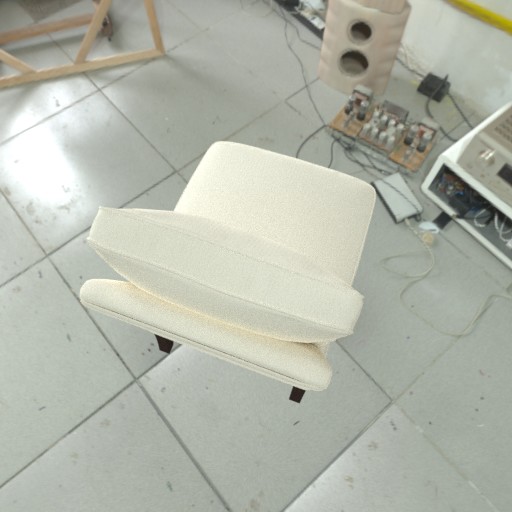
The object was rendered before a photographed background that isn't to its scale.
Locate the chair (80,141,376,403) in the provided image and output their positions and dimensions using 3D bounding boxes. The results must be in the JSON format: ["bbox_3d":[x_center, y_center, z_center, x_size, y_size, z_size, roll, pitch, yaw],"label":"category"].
[{"bbox_3d":[0.000,0.000,1.411,0.630,0.887,0.781,18,66,8],"label":"chair"}]
